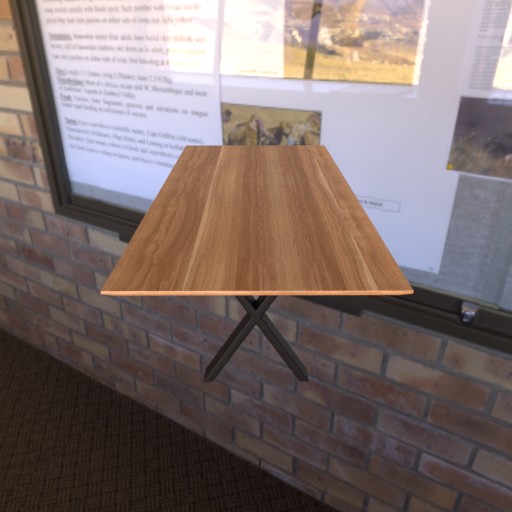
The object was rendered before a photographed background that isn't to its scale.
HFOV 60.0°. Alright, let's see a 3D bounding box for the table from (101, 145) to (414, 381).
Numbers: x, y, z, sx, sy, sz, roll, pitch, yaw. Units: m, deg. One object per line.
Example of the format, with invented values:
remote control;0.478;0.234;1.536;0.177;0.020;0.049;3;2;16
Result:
table;0.000;0.000;2.479;1.000;0.770;2.000;0;27;0
